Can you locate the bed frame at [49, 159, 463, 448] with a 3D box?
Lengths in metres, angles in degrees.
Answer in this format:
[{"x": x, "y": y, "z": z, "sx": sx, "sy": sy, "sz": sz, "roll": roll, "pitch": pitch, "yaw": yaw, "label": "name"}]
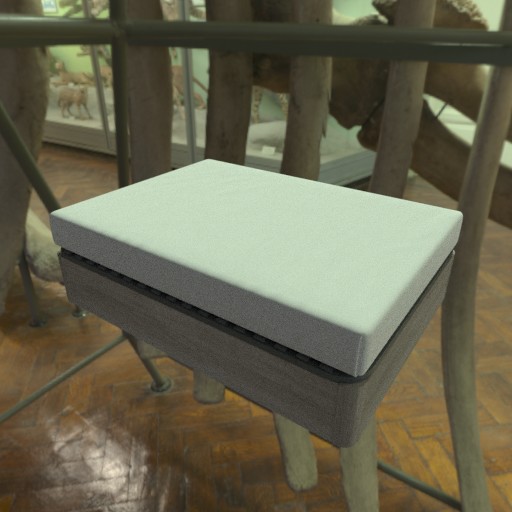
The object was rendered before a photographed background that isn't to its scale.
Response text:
[{"x": 0.000, "y": 0.000, "z": 2.589, "sx": 1.900, "sy": 0.561, "sz": 1.400, "roll": 18, "pitch": 33, "yaw": 31, "label": "bed frame"}]
